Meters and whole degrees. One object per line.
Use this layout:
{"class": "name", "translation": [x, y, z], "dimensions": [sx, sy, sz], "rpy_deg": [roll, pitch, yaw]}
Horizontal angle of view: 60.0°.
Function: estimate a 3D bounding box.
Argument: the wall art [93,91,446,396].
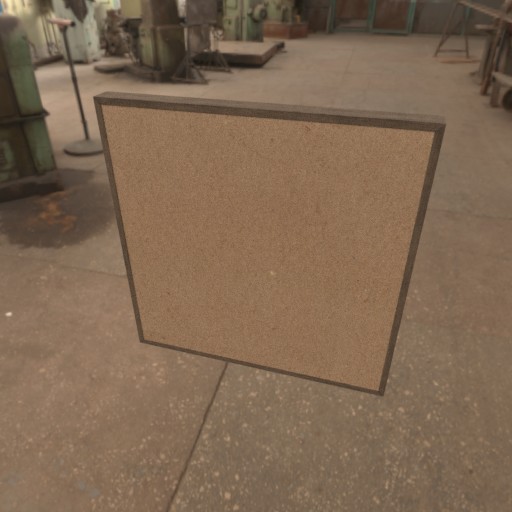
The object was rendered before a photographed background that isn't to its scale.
{"class": "wall art", "translation": [0.000, 0.000, 0.767], "dimensions": [0.508, 0.508, 0.038], "rpy_deg": [9, 34, 14]}
